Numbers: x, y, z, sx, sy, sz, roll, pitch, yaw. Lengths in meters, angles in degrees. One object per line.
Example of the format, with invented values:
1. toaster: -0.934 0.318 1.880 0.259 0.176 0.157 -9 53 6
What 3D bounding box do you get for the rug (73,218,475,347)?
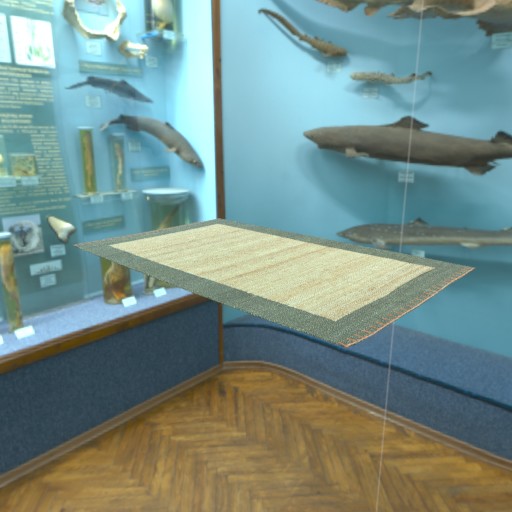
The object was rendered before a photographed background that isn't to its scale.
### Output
1. rug: 0.000 0.000 3.078 2.435 0.006 1.521 14 21 42
